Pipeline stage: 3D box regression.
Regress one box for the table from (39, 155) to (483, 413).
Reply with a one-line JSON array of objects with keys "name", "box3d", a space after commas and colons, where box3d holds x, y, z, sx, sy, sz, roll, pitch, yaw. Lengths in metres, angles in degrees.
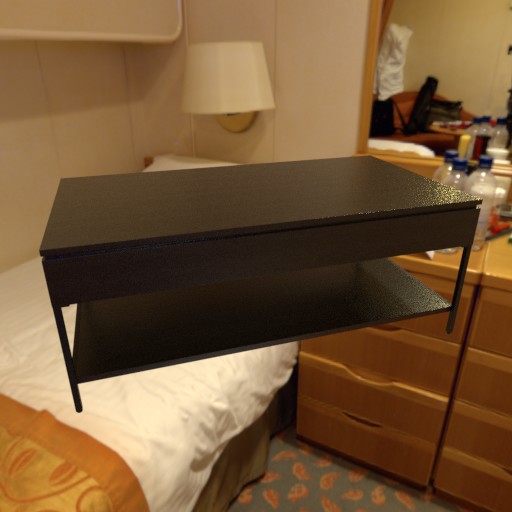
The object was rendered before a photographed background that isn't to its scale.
[{"name": "table", "box3d": [0.000, 0.000, 1.377, 1.095, 0.435, 0.574, -8, 26, -16]}]
